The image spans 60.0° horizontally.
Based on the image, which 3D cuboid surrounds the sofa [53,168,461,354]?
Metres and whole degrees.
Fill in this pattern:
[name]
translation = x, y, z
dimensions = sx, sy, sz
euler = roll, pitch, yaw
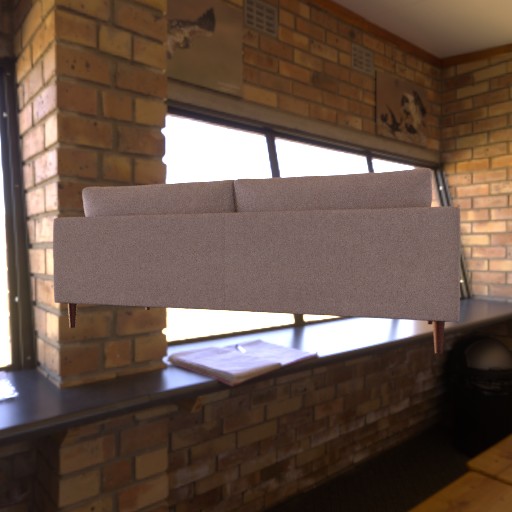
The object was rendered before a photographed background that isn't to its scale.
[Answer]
[sofa]
translation = 0.000, 0.000, 2.768
dimensions = 2.250, 0.868, 1.020
euler = 0, 1, 19
